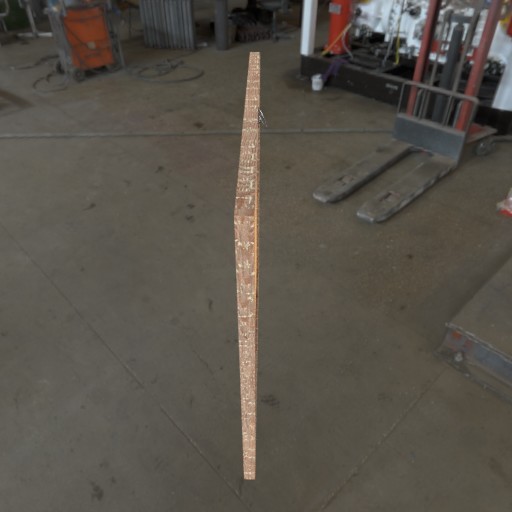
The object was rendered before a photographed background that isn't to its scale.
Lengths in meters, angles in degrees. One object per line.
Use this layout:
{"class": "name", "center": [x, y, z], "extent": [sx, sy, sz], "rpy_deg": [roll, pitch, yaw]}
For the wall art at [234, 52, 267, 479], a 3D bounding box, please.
{"class": "wall art", "center": [0.000, 0.000, 0.557], "extent": [0.022, 0.380, 0.380], "rpy_deg": [1, 39, 1]}
